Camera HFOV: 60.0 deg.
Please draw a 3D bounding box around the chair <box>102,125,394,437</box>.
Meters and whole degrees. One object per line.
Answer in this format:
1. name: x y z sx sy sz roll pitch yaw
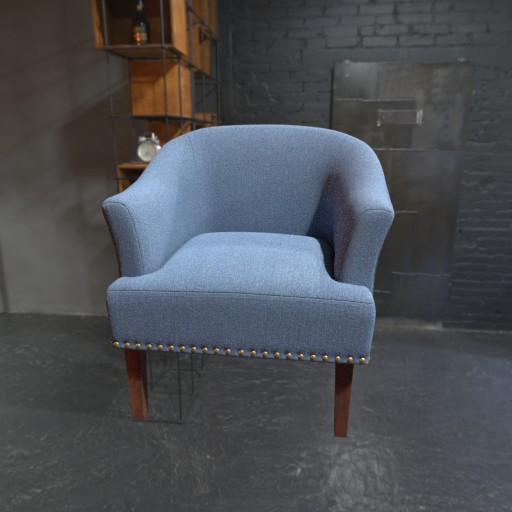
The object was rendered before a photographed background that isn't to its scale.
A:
1. chair: 0.000 0.000 1.406 0.772 0.815 0.704 2 15 8
